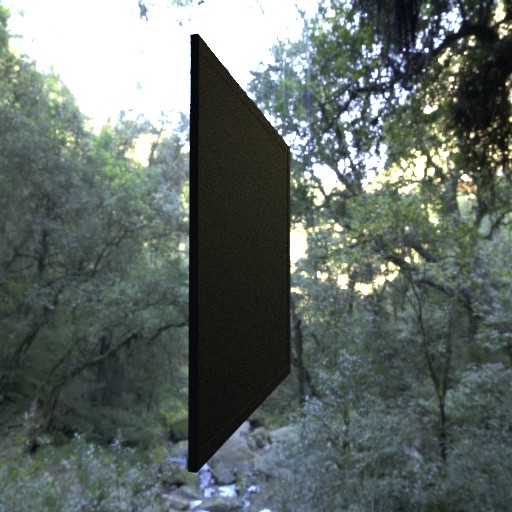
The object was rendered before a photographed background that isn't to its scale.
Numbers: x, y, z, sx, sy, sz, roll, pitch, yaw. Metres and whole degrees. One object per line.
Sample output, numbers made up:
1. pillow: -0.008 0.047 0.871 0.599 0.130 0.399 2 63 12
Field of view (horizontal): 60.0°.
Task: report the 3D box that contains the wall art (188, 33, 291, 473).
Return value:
1. wall art: 0.000 0.000 0.831 0.012 0.558 0.562 0 -2 17
